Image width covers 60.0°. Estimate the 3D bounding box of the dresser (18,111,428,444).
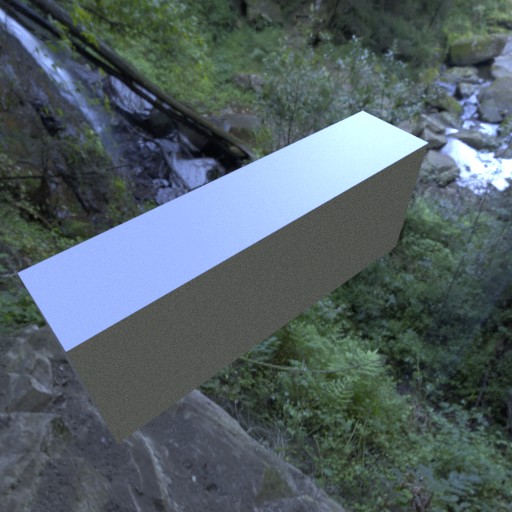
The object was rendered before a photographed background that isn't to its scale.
[{"bbox_3d":[0.000,0.000,2.525,2.200,0.840,0.500,-31,53,-27],"label":"dresser"}]
